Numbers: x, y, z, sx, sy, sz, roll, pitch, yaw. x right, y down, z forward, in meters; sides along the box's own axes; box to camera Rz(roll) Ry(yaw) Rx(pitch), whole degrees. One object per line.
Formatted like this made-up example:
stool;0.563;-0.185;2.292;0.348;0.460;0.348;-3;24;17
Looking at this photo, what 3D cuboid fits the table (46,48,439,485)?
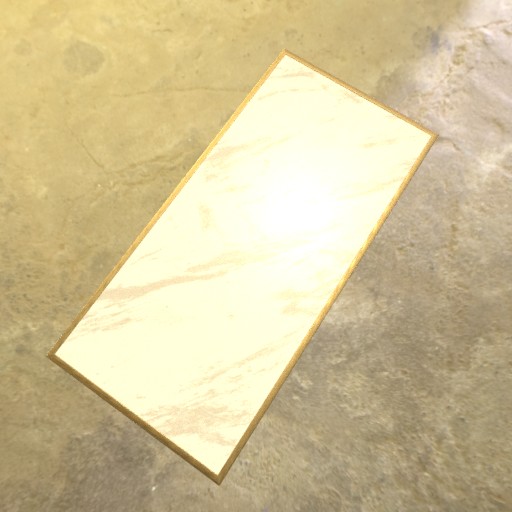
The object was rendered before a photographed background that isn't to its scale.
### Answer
table;0.000;0.000;1.485;0.577;0.405;1.197;33;77;8
